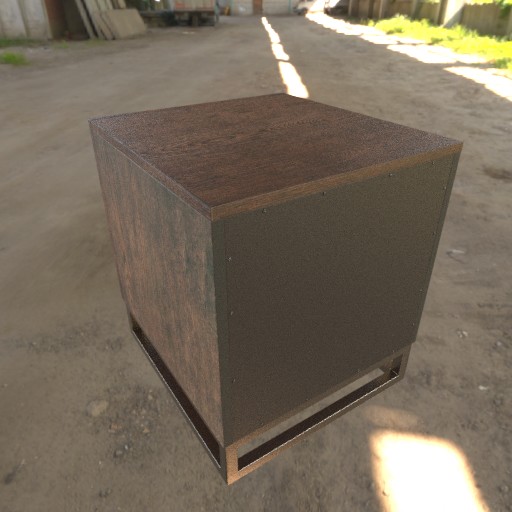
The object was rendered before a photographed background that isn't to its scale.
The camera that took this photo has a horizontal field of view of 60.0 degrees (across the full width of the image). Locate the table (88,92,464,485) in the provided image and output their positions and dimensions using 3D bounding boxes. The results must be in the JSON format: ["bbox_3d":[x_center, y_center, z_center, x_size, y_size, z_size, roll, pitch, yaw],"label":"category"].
[{"bbox_3d":[0.000,0.000,1.012,0.506,0.582,0.566,-19,35,-28],"label":"table"}]
